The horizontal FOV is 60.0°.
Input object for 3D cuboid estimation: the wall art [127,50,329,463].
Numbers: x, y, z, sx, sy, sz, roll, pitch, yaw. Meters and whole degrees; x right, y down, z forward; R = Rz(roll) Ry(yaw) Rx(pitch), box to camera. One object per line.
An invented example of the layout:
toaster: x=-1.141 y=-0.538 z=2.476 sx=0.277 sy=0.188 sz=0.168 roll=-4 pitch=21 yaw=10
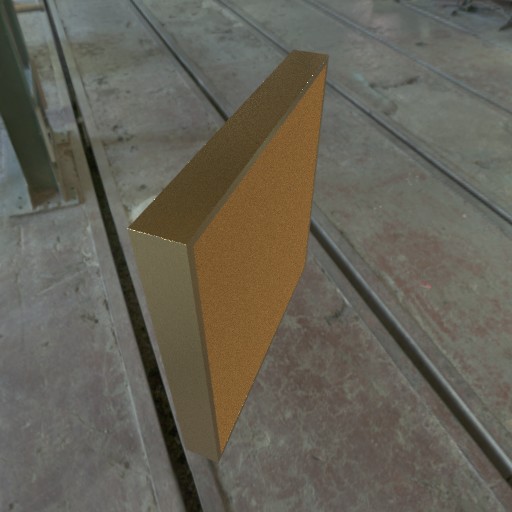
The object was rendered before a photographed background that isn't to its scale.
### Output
wall art: x=0.000 y=0.000 z=0.456 sx=0.038 sy=0.304 sz=0.304 roll=15 pitch=46 yaw=15
